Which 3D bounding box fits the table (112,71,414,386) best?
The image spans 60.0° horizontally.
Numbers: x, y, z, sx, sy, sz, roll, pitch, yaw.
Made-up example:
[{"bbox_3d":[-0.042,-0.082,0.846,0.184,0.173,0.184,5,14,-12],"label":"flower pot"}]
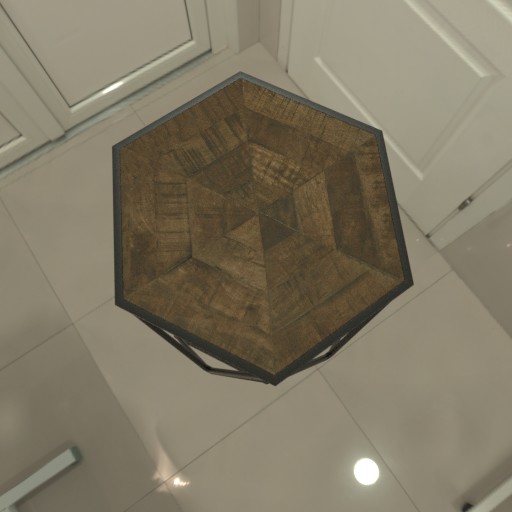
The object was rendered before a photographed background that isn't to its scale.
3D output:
[{"bbox_3d":[0.000,0.000,1.058,0.578,0.564,0.579,-34,77,-9],"label":"table"}]
